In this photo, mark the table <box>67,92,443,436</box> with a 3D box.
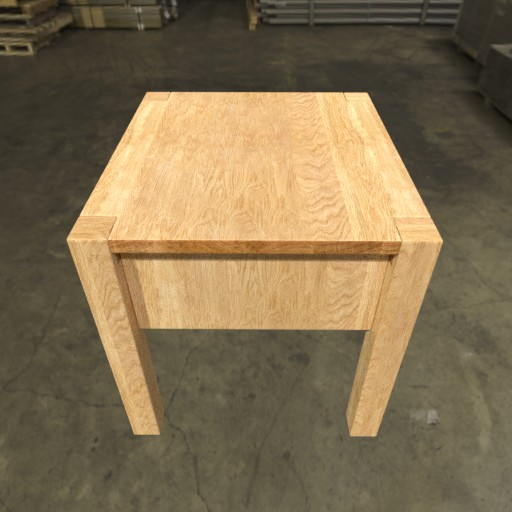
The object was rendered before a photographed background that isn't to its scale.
[{"bbox_3d":[0.000,0.000,0.843,0.440,0.450,0.480,0,40,0],"label":"table"}]
